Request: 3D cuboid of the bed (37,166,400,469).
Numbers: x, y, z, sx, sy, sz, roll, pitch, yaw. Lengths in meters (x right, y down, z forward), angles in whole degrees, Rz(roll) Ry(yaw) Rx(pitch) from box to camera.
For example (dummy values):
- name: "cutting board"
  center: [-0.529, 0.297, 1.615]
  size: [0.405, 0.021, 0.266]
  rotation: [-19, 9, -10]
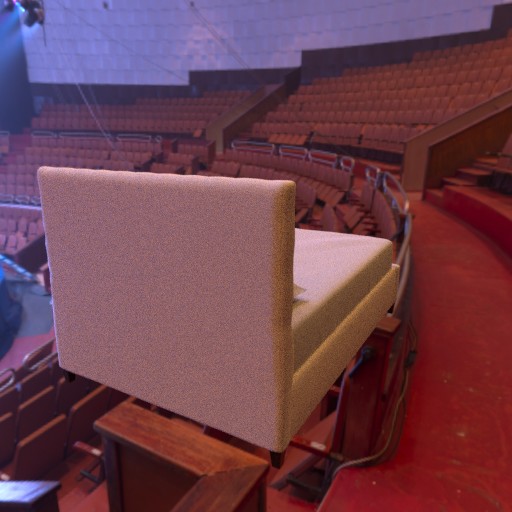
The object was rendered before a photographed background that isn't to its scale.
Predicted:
- name: "bed"
  center: [0.000, 0.000, 3.389]
  size: [1.698, 1.427, 2.387]
  rotation: [9, 18, 29]
